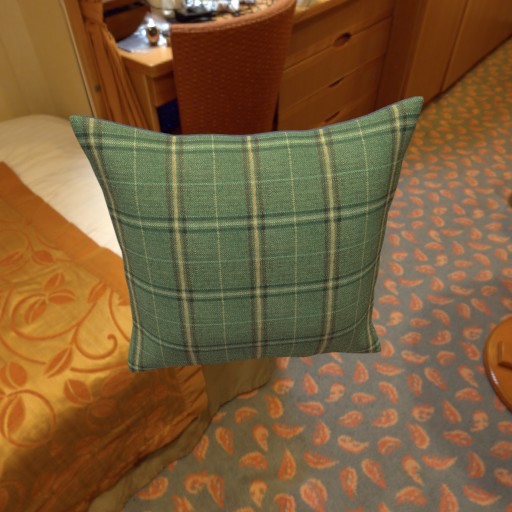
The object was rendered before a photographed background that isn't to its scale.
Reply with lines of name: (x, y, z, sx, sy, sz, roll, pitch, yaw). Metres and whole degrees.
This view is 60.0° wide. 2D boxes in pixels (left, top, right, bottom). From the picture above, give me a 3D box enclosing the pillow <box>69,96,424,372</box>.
pillow: (0.000, 0.000, 0.675, 0.453, 0.430, 0.200, -4, 46, -4)
